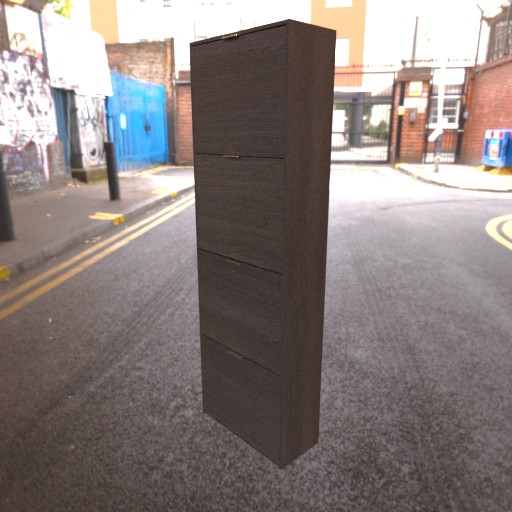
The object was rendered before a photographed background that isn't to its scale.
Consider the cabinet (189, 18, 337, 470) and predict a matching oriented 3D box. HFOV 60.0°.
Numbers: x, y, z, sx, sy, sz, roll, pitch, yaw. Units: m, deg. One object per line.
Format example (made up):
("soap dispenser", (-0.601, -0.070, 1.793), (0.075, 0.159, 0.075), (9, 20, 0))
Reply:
("cabinet", (0.000, 0.000, 1.804), (0.255, 1.630, 0.520), (-14, 21, -41))
